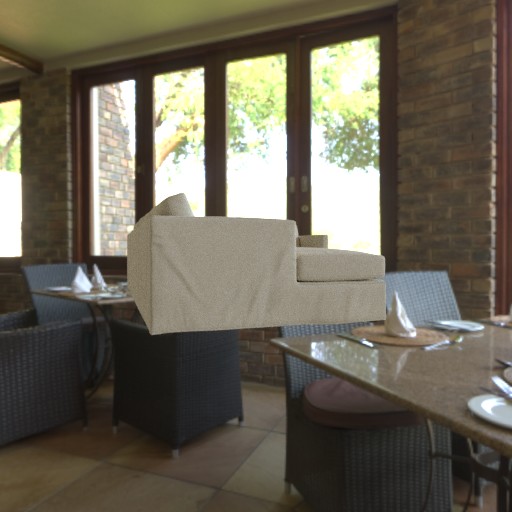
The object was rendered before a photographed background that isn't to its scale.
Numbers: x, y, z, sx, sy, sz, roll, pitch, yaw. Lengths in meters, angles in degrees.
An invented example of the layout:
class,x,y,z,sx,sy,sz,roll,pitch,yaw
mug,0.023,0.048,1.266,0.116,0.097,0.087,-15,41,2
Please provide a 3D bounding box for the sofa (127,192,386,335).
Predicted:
class,x,y,z,sx,sy,sz,roll,pitch,yaw
sofa,0.000,0.000,4.548,2.448,0.882,3.464,0,1,-19
